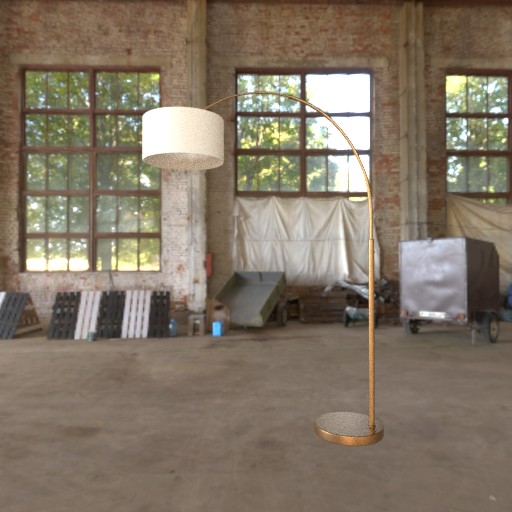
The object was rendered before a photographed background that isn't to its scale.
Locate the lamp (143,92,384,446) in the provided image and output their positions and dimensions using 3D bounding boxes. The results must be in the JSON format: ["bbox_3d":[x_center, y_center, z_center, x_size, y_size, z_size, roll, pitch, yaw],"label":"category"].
[{"bbox_3d":[0.000,0.000,2.593,1.434,1.927,0.493,0,0,18],"label":"lamp"}]
